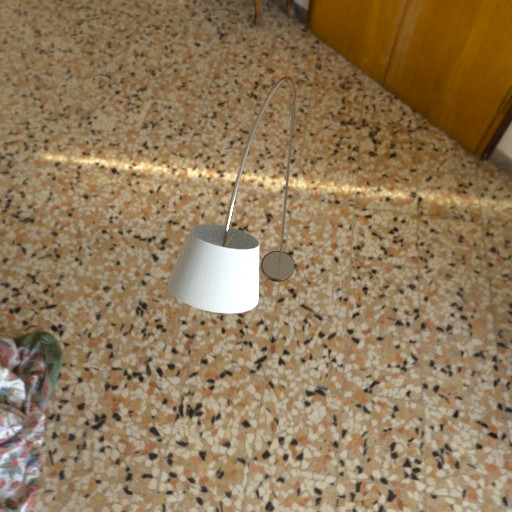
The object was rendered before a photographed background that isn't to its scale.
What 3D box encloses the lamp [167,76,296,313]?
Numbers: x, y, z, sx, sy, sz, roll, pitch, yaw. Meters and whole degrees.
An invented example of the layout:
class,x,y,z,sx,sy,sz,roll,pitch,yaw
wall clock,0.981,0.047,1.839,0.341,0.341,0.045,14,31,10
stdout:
class,x,y,z,sx,sy,sz,roll,pitch,yaw
lamp,0.000,0.000,2.707,0.406,2.098,1.445,16,59,10
